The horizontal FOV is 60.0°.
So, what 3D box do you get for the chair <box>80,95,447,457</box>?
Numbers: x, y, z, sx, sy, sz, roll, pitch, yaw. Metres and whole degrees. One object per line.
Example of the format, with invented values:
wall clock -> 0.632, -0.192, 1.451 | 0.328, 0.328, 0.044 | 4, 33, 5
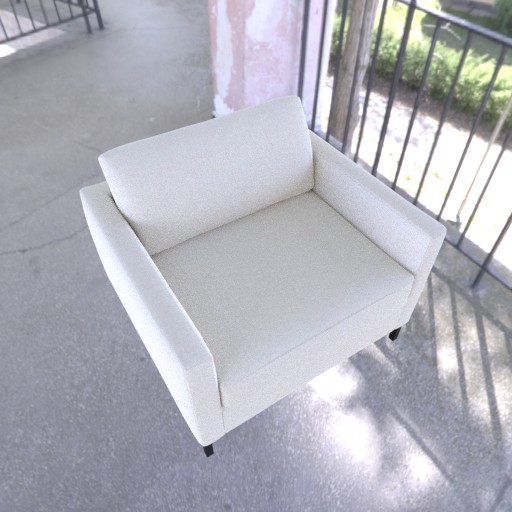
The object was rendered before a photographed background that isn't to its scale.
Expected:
chair -> 0.000, 0.000, 1.629 | 0.964, 0.806, 0.875 | -25, 51, -22
